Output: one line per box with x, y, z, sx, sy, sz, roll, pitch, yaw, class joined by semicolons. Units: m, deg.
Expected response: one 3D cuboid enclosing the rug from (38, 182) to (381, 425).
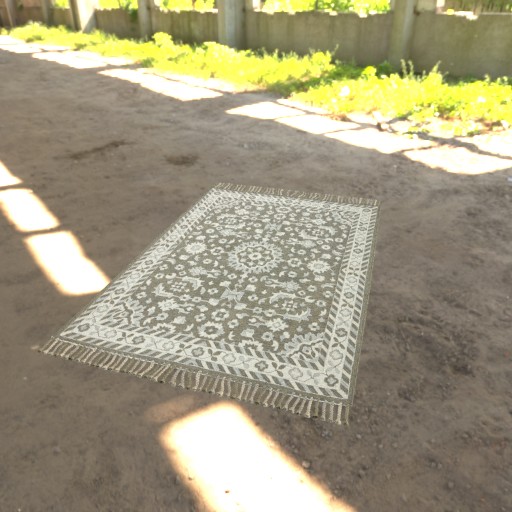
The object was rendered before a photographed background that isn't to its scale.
0.000;0.000;2.988;1.530;0.025;2.431;9;31;14;rug
